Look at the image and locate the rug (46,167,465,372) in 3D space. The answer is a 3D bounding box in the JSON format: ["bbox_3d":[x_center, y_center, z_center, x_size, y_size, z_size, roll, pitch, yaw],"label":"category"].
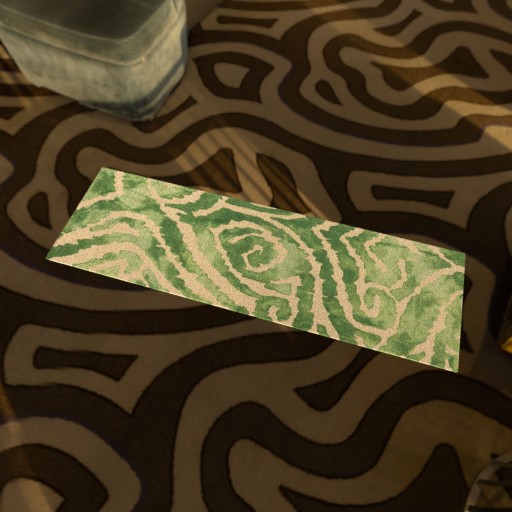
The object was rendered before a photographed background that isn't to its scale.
[{"bbox_3d":[0.000,0.000,2.695,2.438,0.006,0.761,14,60,8],"label":"rug"}]
